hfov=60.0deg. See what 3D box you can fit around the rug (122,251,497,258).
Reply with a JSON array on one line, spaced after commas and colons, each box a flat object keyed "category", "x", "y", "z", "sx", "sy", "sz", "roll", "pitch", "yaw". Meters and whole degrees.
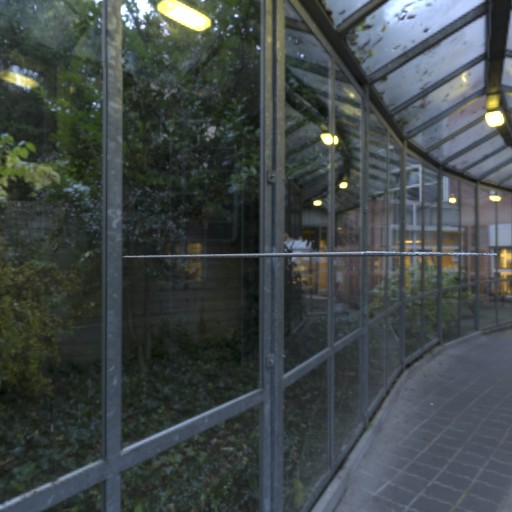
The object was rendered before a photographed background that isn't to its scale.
[{"category": "rug", "x": 0.000, "y": 0.000, "z": 2.646, "sx": 0.774, "sy": 0.011, "sz": 2.449, "roll": 0, "pitch": -1, "yaw": -36}]
